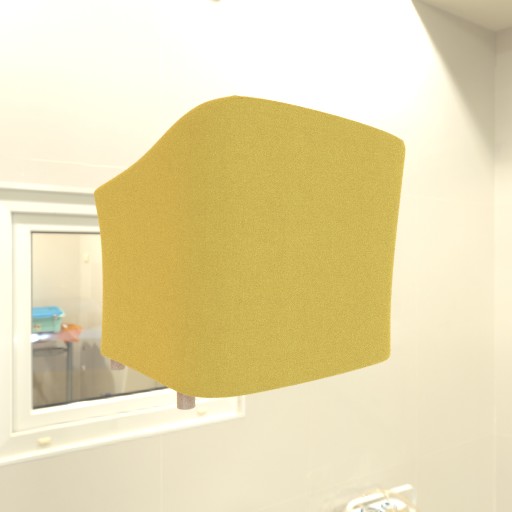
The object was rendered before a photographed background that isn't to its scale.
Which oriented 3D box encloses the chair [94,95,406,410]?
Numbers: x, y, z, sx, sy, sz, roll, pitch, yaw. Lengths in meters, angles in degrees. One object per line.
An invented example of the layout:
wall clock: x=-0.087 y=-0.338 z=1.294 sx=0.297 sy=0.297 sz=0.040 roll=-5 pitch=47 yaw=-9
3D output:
chair: x=0.000 y=0.000 z=1.388 sx=0.790 sy=0.720 sz=0.700 roll=0 pitch=0 yaw=-38
